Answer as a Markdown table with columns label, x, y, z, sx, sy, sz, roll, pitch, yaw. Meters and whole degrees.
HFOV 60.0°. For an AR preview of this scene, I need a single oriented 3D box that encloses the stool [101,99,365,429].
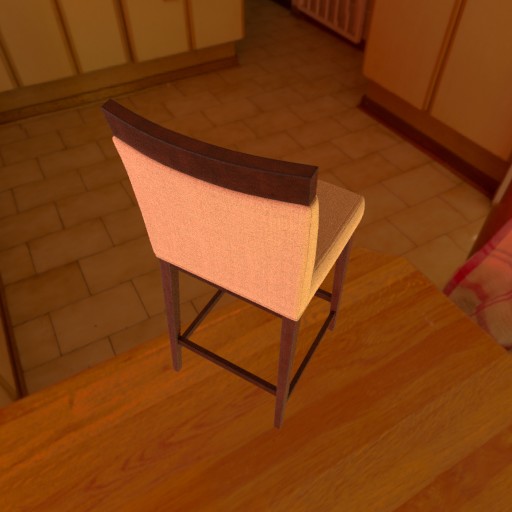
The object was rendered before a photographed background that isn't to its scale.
| label | x | y | z | sx | sy | sz | roll | pitch | yaw |
| --- | --- | --- | --- | --- | --- | --- | --- | --- | --- |
| stool | 0.000 | 0.000 | 1.272 | 0.463 | 1.011 | 0.480 | 23 | 51 | 20 |
